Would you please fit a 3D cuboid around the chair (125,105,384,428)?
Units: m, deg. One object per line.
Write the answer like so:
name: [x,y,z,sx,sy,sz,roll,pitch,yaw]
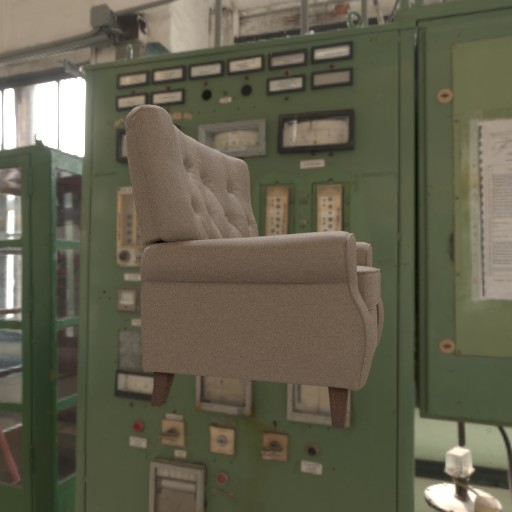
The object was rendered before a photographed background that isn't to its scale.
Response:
chair: [0.000,0.000,1.929,1.041,1.138,0.999,0,-1,19]
